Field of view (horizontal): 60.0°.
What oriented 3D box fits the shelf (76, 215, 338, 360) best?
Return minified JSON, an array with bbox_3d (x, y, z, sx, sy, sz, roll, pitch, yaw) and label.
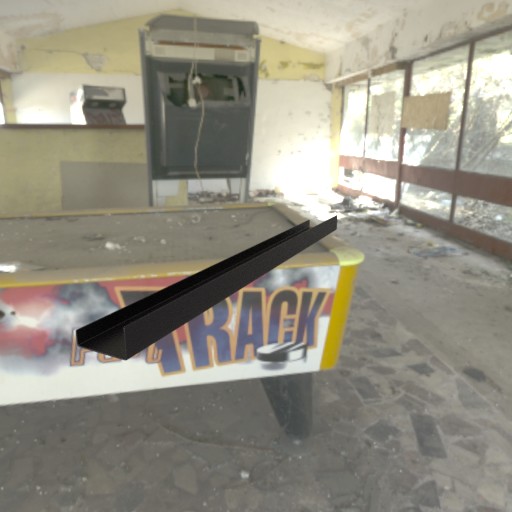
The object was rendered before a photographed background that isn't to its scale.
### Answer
[{"bbox_3d":[0.000,0.000,0.992,0.092,0.049,0.924,8,17,26],"label":"shelf"}]
